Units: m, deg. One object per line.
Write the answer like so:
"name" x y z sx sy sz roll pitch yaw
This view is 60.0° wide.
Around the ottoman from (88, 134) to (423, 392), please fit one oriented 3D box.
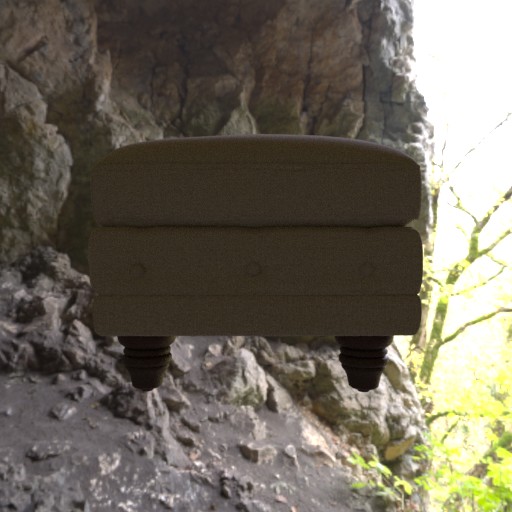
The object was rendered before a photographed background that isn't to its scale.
"ottoman" 0.000 0.000 1.026 0.541 0.463 0.684 0 0 1
